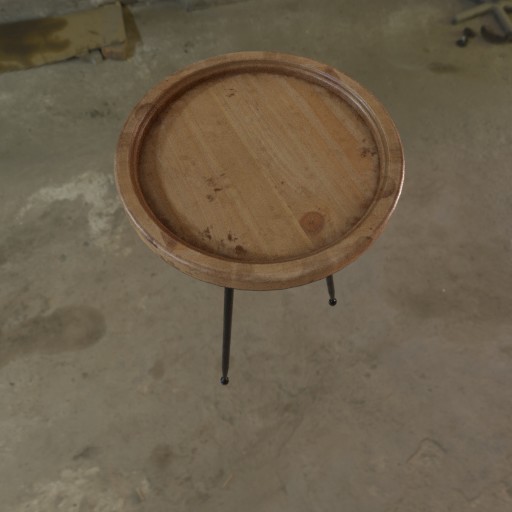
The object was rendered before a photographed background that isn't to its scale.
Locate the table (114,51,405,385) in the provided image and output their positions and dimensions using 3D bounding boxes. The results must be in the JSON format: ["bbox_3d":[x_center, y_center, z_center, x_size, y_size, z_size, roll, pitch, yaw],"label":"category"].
[{"bbox_3d":[0.000,0.000,0.919,0.414,0.664,0.418,34,68,16],"label":"table"}]
